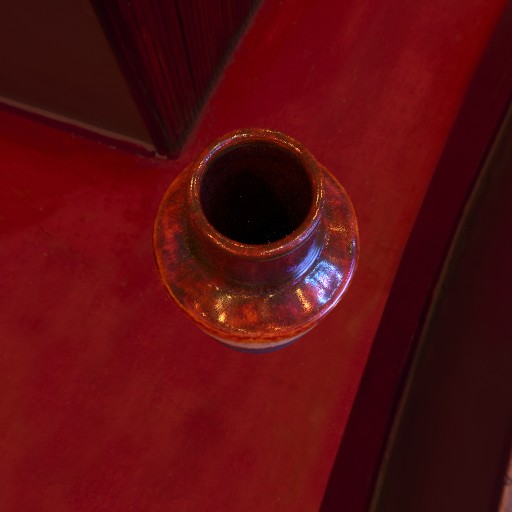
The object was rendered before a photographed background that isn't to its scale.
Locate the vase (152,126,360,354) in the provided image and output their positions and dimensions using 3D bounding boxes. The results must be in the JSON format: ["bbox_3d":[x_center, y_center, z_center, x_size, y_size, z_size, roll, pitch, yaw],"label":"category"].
[{"bbox_3d":[0.000,0.000,0.266,0.108,0.204,0.108,0,75,0],"label":"vase"}]
